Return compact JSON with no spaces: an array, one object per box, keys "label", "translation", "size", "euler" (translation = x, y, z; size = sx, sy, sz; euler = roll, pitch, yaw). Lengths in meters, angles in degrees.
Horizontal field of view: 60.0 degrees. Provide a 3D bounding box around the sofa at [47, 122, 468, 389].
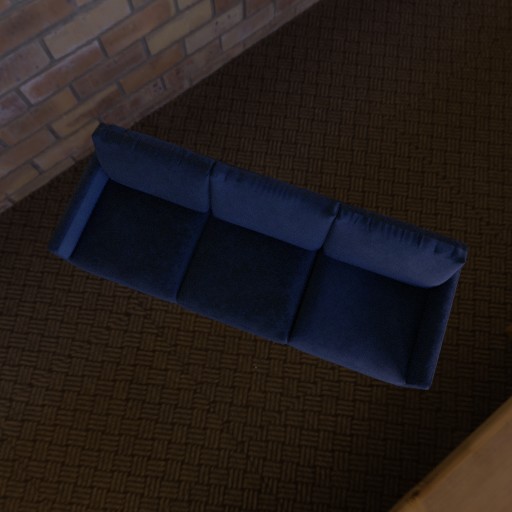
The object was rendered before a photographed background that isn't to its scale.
[{"label":"sofa","translation":[0.000,0.000,2.662],"size":[2.252,0.879,0.875],"euler":[19,77,5]}]
